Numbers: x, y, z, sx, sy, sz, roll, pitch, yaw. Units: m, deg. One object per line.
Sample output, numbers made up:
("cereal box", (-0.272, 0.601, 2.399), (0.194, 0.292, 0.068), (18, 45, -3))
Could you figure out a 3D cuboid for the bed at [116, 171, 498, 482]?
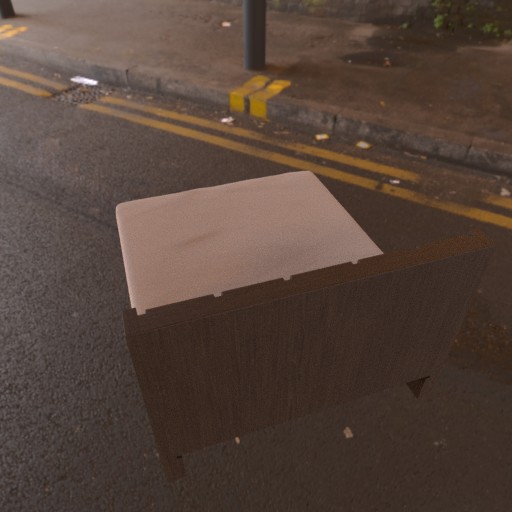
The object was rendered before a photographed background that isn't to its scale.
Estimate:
("bed", (0.000, 0.000, 3.005), (1.735, 1.261, 1.992), (-12, 42, -14))
